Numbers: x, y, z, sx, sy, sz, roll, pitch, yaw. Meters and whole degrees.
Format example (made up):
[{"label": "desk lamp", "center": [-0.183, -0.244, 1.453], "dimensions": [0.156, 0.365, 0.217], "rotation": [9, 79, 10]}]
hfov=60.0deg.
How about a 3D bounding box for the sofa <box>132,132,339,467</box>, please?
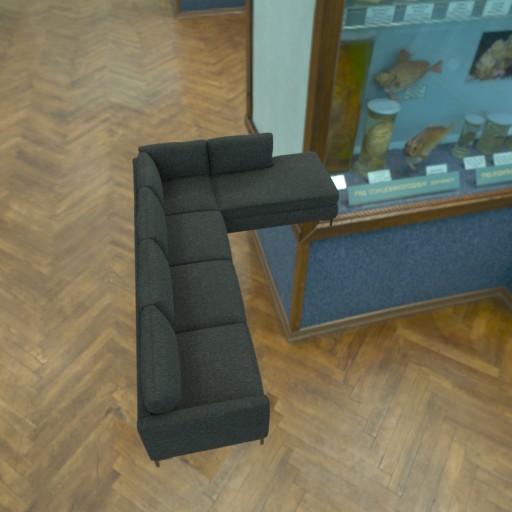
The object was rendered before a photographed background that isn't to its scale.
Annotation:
[{"label": "sofa", "center": [0.000, 0.000, 3.835], "dimensions": [2.007, 0.815, 2.949], "rotation": [-8, 46, -8]}]
